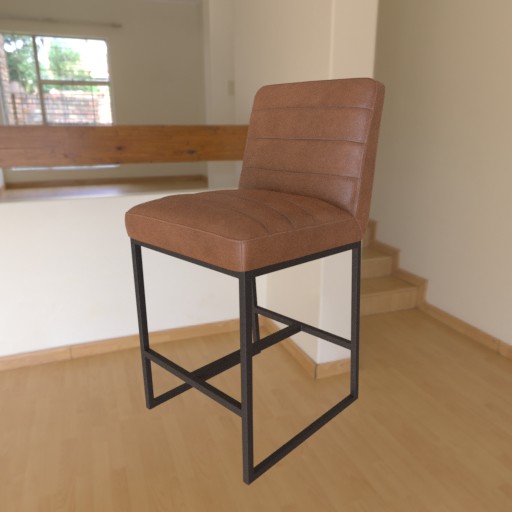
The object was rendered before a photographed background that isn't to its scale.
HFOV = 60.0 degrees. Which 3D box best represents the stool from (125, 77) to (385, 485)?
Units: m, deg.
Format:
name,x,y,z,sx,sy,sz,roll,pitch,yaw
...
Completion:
name,x,y,z,sx,sy,sz,roll,pitch,yaw
stool,0.000,0.000,1.237,0.458,0.940,0.556,15,22,42
